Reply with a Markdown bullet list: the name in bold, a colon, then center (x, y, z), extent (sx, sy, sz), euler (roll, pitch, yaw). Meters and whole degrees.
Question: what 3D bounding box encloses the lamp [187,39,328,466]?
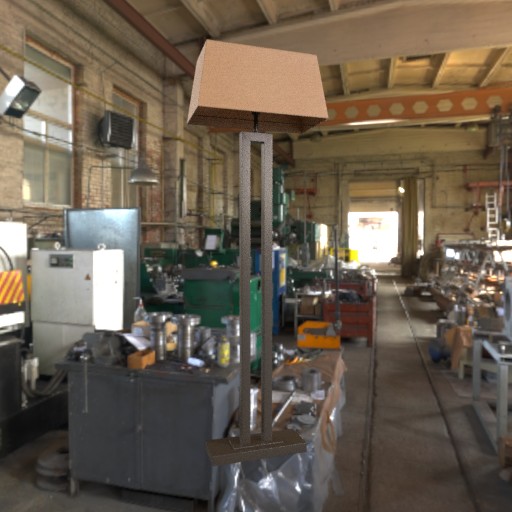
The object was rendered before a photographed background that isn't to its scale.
- **lamp**: center (0.000, 0.000, 1.650), extent (0.475, 1.469, 0.233), euler (-1, 2, -18)
